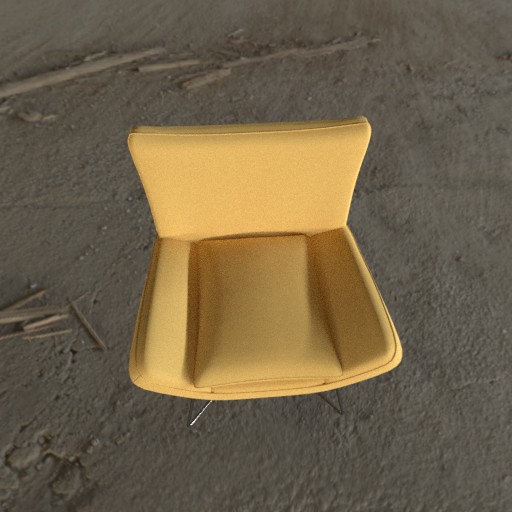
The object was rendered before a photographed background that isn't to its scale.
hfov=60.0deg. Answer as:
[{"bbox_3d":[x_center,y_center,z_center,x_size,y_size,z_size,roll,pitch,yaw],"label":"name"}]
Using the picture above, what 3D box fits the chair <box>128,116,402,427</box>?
[{"bbox_3d":[0.000,0.000,1.687,0.859,0.855,1.008,-3,47,-3],"label":"chair"}]
